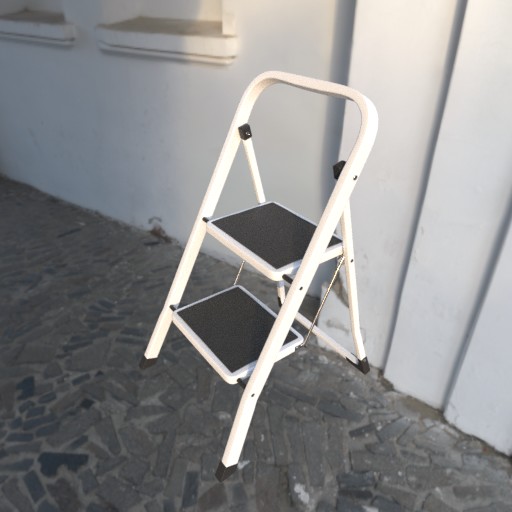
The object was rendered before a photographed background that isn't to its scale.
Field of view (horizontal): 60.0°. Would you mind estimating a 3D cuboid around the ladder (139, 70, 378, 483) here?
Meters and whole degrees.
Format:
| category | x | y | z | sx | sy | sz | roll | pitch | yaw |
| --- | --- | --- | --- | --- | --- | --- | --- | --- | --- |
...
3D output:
| category | x | y | z | sx | sy | sz | roll | pitch | yaw |
| --- | --- | --- | --- | --- | --- | --- | --- | --- | --- |
| ladder | 0.000 | 0.000 | 1.107 | 0.544 | 0.810 | 0.460 | -21 | 38 | -30 |
